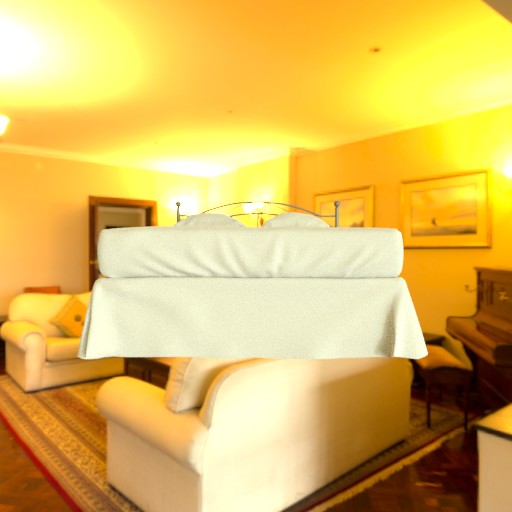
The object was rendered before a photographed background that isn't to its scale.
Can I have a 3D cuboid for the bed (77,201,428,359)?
[{"bbox_3d":[0.000,0.000,3.369,1.936,1.080,2.215,0,0,1],"label":"bed"}]
